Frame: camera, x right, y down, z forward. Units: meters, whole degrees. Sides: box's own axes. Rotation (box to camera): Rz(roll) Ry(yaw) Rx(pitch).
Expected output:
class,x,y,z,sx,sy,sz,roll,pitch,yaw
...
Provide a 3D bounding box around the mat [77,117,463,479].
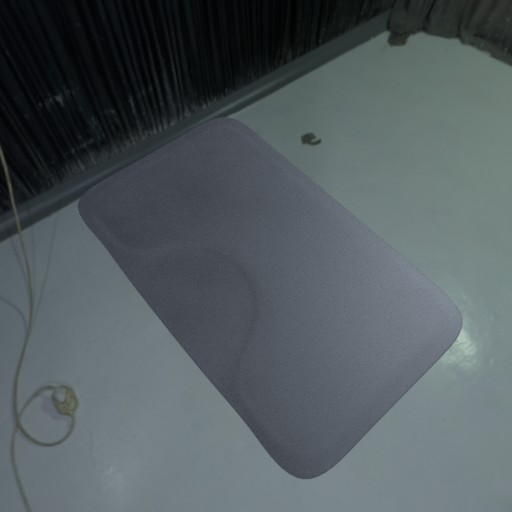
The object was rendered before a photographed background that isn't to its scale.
class,x,y,z,sx,sy,sz,roll,pitch,yaw
mat,0.000,0.000,1.825,0.918,0.013,1.524,-36,66,-19
